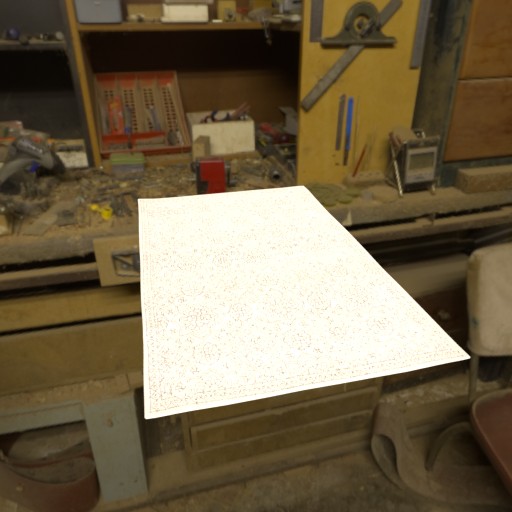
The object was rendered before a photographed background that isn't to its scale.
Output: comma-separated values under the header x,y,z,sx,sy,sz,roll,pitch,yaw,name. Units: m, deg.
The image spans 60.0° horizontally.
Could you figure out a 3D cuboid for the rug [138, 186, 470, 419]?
x,y,z,sx,sy,sz,roll,pitch,yaw,name
0.000,0.000,2.978,1.518,0.023,2.434,-7,30,-12,rug
